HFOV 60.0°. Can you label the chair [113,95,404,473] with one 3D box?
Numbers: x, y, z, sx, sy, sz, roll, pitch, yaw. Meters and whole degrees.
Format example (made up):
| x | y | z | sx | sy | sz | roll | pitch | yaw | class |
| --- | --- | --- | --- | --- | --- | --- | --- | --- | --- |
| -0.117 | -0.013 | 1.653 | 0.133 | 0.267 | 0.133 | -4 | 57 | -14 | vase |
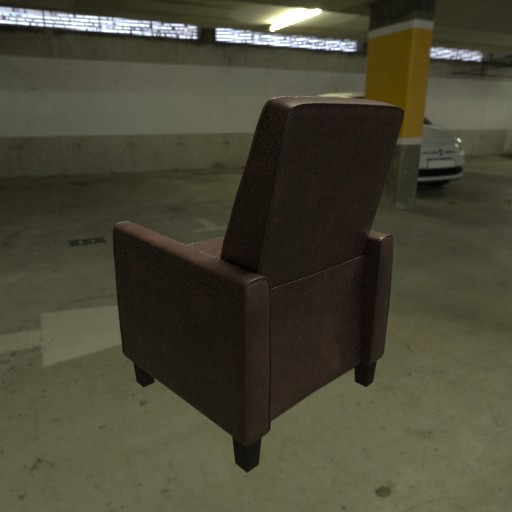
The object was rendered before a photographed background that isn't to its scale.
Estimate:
| x | y | z | sx | sy | sz | roll | pitch | yaw | class |
| --- | --- | --- | --- | --- | --- | --- | --- | --- | --- |
| 0.000 | 0.000 | 1.529 | 0.705 | 1.013 | 0.746 | -16 | 23 | -42 | chair |
